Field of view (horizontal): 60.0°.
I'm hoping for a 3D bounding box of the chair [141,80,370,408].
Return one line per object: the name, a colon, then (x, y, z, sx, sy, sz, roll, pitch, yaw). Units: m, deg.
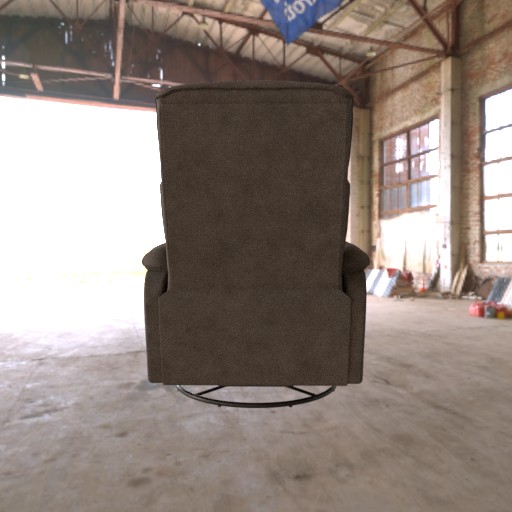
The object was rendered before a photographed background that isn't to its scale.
chair: (0.000, 0.000, 1.742, 0.830, 1.036, 1.009, 0, 1, 1)
